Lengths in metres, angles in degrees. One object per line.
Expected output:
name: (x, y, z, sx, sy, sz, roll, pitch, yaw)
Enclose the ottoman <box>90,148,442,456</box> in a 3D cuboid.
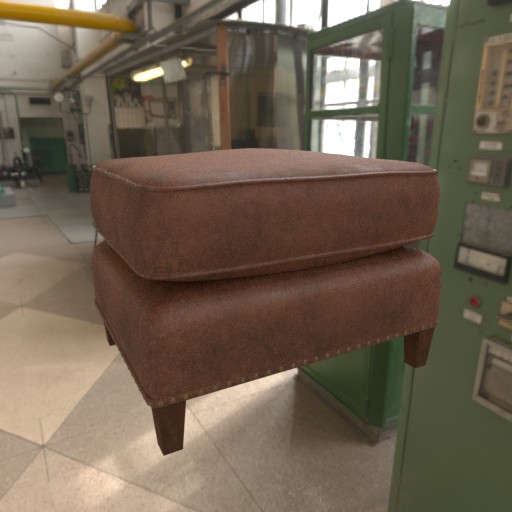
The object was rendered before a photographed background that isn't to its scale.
ottoman: (0.000, 0.000, 1.137, 0.738, 0.537, 0.589, -8, 18, -27)
